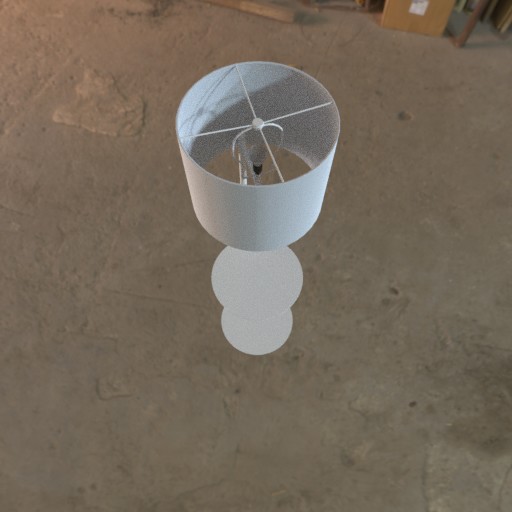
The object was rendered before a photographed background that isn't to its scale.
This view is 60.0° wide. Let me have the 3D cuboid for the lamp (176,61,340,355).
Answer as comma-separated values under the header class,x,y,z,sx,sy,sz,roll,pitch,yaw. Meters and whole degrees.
class,x,y,z,sx,sy,sz,roll,pitch,yaw
lamp,0.000,0.000,1.667,0.372,1.465,0.405,-16,65,-7
